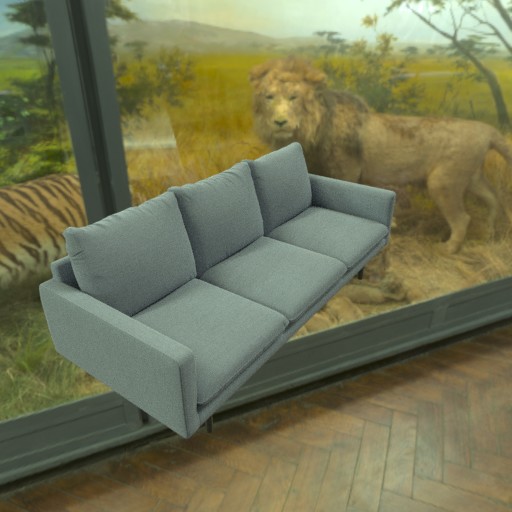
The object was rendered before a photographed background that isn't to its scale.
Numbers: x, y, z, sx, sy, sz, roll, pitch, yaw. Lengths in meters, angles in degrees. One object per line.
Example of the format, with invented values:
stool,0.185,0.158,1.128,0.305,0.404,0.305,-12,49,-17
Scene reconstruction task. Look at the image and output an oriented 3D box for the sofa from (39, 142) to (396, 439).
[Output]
sofa,0.000,0.000,2.439,0.850,0.830,2.000,19,34,31
